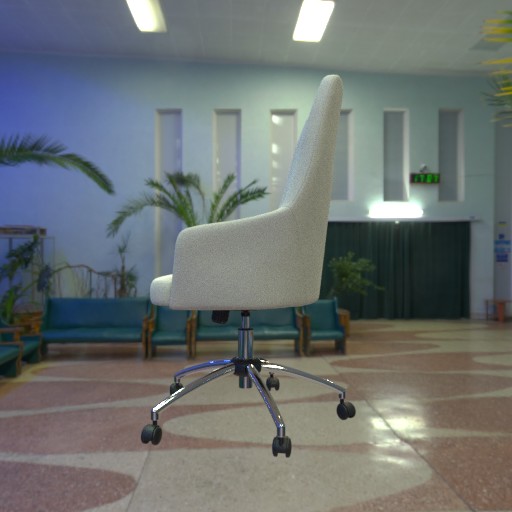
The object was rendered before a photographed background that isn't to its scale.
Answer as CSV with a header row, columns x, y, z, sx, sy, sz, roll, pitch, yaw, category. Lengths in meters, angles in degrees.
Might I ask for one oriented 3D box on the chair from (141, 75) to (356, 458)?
x,y,z,sx,sy,sz,roll,pitch,yaw,category
0.000,0.000,1.441,0.640,1.049,0.620,0,0,0,chair
